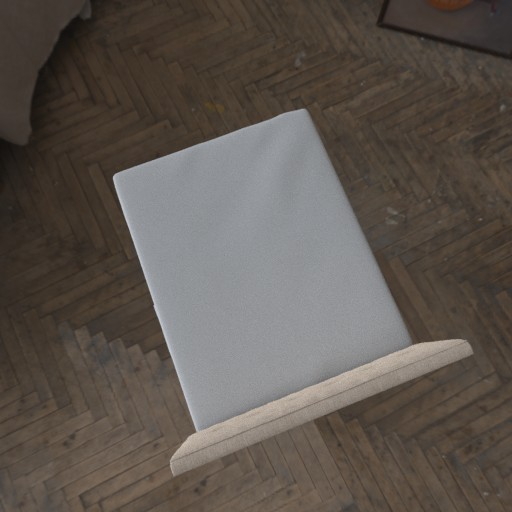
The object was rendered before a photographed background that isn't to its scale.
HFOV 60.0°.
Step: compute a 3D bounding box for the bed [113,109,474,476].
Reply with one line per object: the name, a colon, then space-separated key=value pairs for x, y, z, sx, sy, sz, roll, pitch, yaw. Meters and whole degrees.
bed: x=0.000 y=0.000 z=2.956 sx=1.643 sy=1.270 sz=1.978 roll=-20 pitch=78 yaw=-5
